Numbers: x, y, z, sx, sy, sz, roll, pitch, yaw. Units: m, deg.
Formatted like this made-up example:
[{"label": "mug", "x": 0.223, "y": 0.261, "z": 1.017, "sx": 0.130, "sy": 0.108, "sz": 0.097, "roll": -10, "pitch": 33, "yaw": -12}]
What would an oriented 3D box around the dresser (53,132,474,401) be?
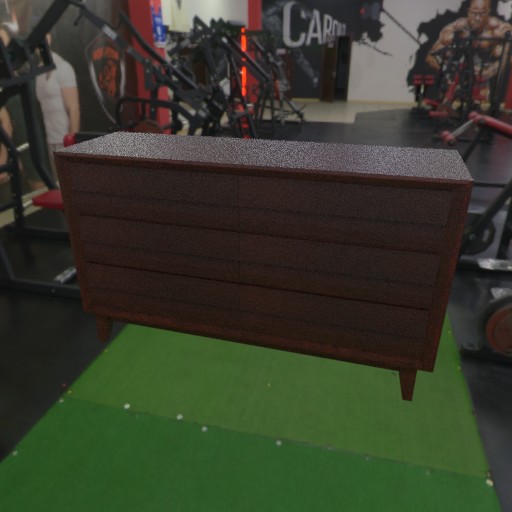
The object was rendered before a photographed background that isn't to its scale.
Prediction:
[{"label": "dresser", "x": 0.000, "y": 0.000, "z": 2.054, "sx": 1.609, "sy": 0.971, "sz": 0.499, "roll": 7, "pitch": 26, "yaw": 15}]
